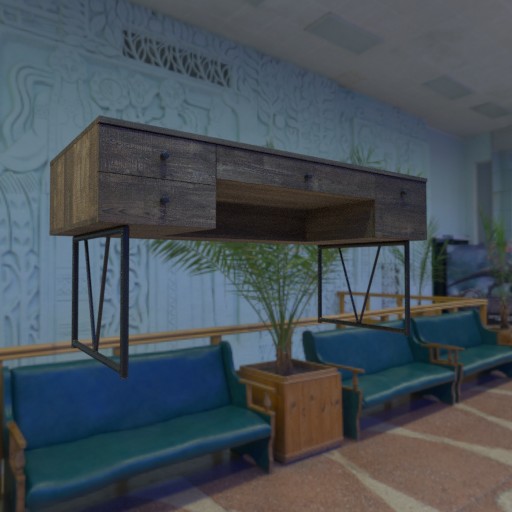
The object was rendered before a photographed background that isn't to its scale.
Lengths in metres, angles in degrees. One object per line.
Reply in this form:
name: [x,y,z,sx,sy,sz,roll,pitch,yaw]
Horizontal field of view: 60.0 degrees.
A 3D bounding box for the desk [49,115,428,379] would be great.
desk: [0.000,0.000,2.014,1.600,0.780,0.730,1,-2,-35]
